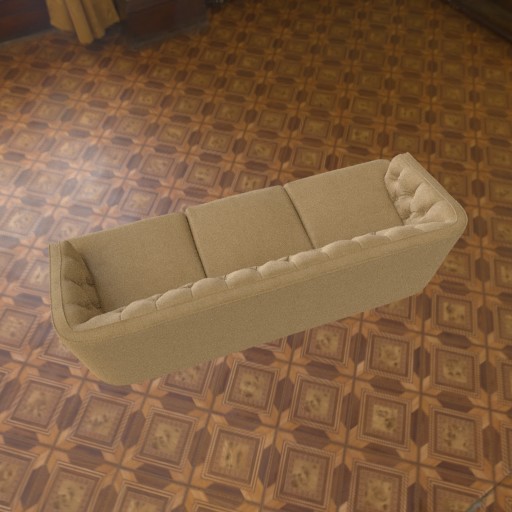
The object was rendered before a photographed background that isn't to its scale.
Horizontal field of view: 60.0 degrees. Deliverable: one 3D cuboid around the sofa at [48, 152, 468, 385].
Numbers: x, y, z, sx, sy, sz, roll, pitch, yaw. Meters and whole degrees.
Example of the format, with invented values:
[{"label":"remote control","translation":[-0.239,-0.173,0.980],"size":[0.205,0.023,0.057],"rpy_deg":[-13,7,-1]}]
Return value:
[{"label":"sofa","translation":[0.000,0.000,2.700],"size":[2.235,0.788,0.913],"rpy_deg":[-16,59,-10]}]
